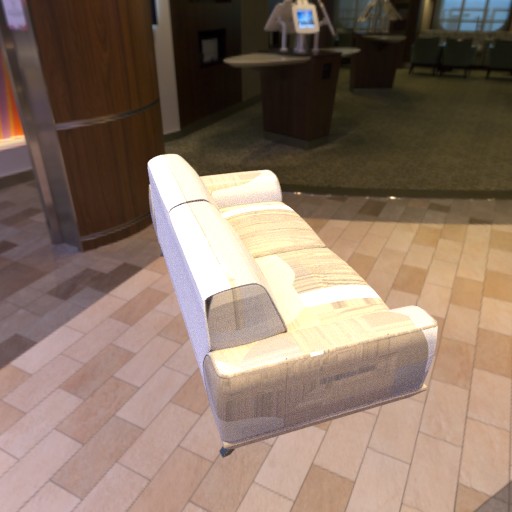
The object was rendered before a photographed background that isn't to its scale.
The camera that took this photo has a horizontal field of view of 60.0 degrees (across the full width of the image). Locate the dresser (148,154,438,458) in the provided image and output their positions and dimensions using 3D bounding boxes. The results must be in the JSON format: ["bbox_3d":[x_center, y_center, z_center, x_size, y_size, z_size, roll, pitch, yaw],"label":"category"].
[{"bbox_3d":[0.000,0.000,5.902,2.251,1.863,4.679,-10,31,-16],"label":"dresser"}]
